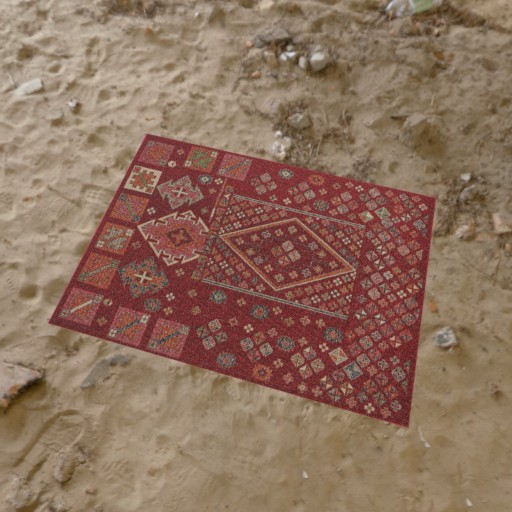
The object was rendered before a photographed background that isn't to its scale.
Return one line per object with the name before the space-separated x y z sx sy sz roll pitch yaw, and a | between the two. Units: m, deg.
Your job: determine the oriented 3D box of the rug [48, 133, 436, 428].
rug | 0.000 0.000 4.397 3.306 0.011 2.389 14 64 7
